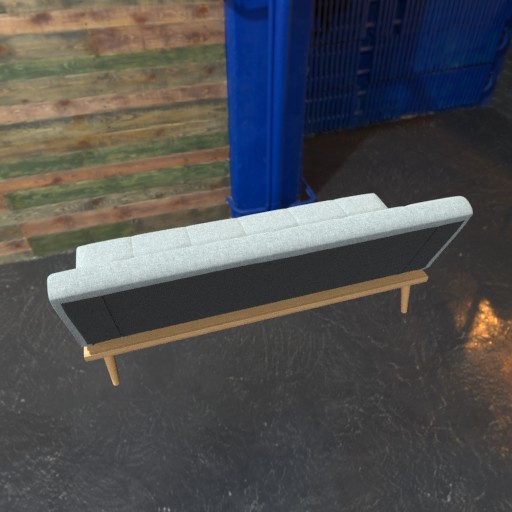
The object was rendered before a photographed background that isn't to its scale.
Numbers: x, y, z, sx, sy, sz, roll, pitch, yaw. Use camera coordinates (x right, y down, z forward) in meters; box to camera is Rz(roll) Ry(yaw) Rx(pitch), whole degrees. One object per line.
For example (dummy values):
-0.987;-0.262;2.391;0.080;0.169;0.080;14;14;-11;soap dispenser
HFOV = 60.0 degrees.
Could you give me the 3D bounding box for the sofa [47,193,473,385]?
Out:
0.000;0.000;2.285;1.820;0.800;0.800;-11;43;-13;sofa
